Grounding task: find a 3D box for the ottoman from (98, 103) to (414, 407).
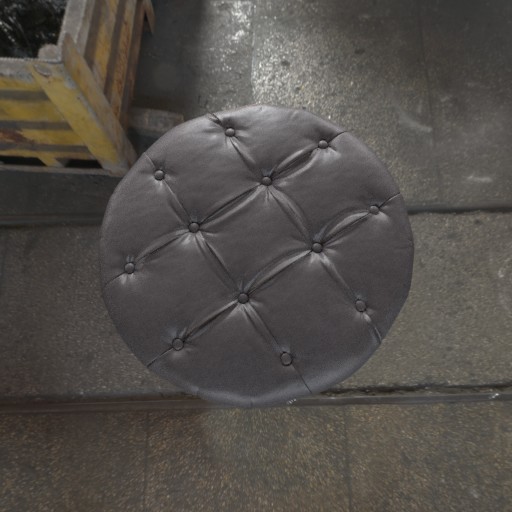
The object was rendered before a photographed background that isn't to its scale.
[{"bbox_3d":[0.000,0.000,1.403,0.901,0.439,0.901,0,75,0],"label":"ottoman"}]
